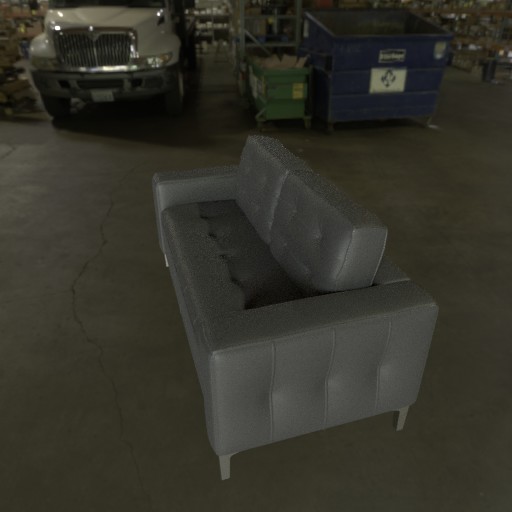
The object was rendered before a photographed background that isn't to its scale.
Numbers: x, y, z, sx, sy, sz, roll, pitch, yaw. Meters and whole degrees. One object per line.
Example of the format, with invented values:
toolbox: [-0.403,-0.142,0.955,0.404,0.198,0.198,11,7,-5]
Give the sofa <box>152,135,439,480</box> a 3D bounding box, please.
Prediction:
sofa: [0.000,0.000,2.207,0.833,0.893,1.726,-9,31,-15]
